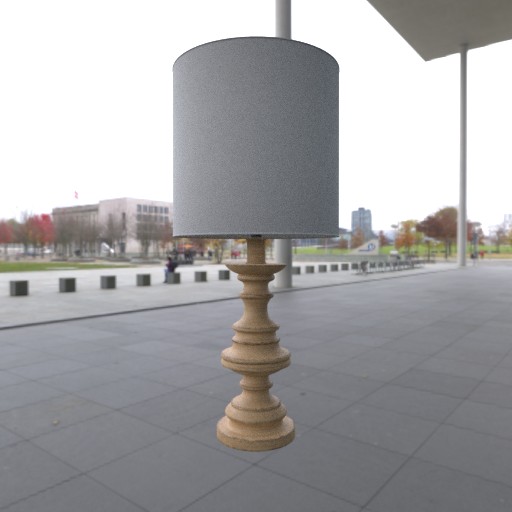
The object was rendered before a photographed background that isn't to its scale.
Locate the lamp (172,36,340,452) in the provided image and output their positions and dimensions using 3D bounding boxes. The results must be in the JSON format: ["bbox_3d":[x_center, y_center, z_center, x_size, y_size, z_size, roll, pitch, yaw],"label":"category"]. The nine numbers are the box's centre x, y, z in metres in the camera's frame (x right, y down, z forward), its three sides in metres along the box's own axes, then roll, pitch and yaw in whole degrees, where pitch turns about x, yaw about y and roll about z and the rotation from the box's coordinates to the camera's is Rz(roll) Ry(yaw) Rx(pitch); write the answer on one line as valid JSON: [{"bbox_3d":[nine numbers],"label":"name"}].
[{"bbox_3d":[0.000,0.000,0.563,0.208,0.455,0.208,-1,1,-37],"label":"lamp"}]
